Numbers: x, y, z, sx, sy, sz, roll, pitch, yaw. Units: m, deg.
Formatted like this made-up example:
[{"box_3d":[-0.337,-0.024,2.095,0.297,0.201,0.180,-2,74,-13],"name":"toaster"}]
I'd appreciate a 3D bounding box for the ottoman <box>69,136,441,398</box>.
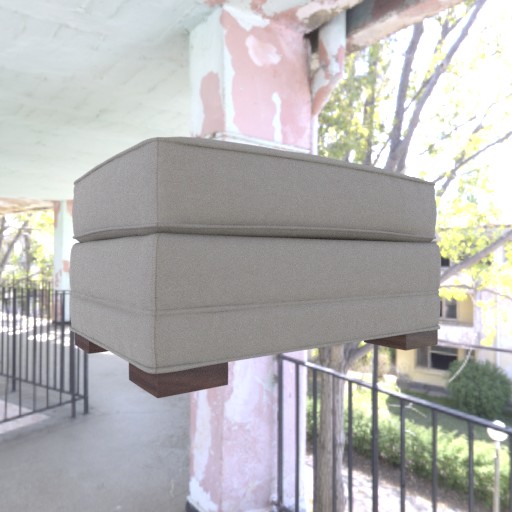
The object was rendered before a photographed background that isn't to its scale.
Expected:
[{"box_3d":[0.000,0.000,1.199,0.848,0.482,0.611,0,0,-35],"name":"ottoman"}]
